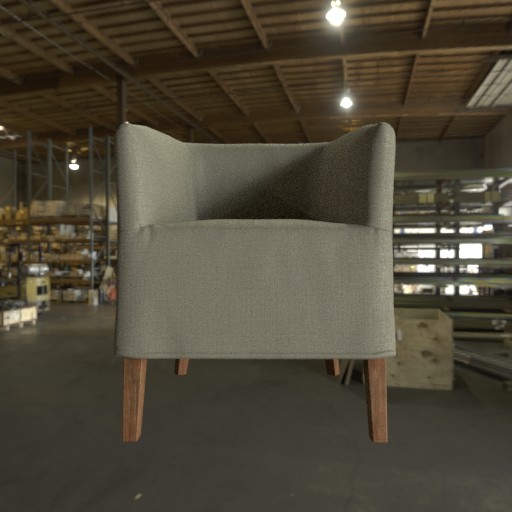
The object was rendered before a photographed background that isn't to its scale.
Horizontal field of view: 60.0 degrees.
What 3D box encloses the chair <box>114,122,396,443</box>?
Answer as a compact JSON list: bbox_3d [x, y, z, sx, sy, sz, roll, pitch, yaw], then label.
[{"bbox_3d":[0.000,0.000,1.234,0.600,0.771,0.668,0,0,1],"label":"chair"}]
